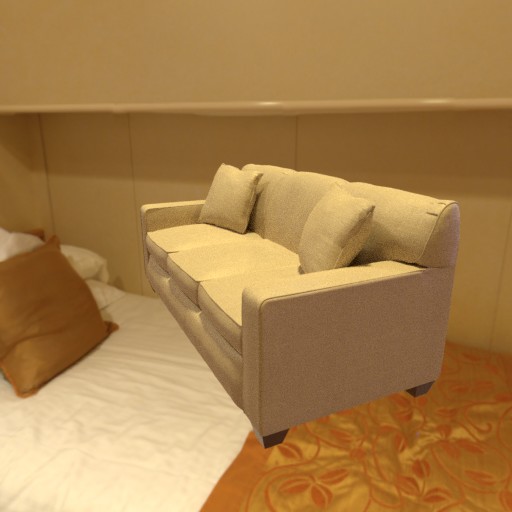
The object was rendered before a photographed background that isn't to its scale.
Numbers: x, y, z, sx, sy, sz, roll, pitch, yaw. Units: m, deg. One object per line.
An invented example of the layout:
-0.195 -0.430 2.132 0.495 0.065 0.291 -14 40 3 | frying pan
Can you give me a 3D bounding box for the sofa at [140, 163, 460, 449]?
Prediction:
0.000 0.000 2.618 0.997 0.958 2.024 -8 19 -24 | sofa
